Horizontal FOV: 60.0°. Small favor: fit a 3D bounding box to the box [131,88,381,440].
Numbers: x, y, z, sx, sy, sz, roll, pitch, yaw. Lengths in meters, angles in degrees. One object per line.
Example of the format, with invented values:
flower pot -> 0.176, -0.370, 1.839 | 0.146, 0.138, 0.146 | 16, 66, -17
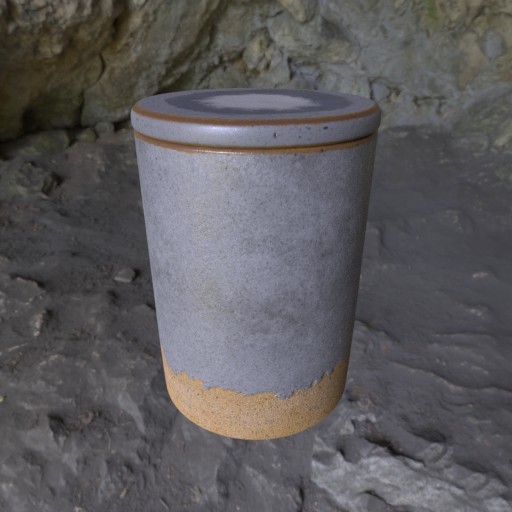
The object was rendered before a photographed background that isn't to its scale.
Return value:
box -> 0.000, 0.000, 0.250 | 0.118, 0.168, 0.118 | 0, 26, 0
